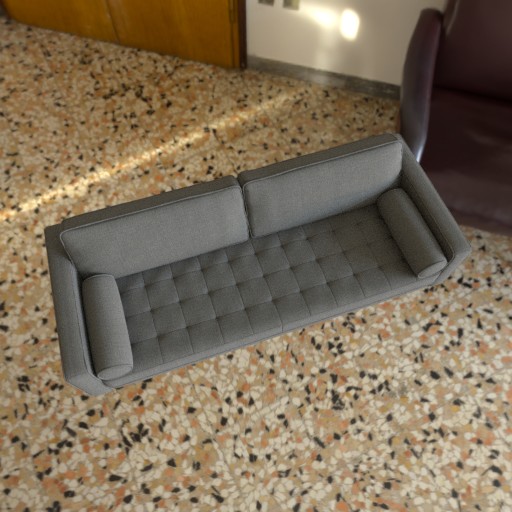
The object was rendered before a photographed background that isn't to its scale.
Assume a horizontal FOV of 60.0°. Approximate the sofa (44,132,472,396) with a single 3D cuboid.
[{"bbox_3d":[0.000,0.000,2.583,2.198,0.762,0.914,-17,64,-8],"label":"sofa"}]
